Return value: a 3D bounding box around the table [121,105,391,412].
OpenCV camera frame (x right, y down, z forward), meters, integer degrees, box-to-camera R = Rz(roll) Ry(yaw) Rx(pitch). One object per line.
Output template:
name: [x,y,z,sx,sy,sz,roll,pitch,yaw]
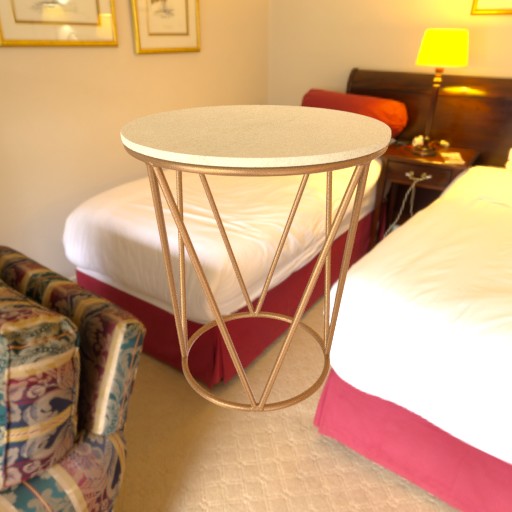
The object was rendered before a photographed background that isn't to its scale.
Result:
table: [0.000,0.000,0.975,0.500,0.564,0.500,0,27,0]
